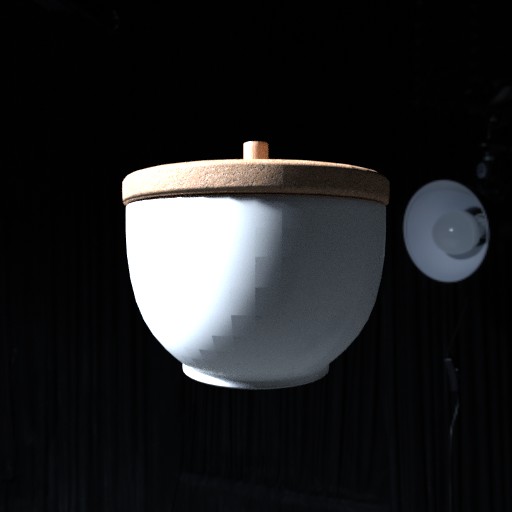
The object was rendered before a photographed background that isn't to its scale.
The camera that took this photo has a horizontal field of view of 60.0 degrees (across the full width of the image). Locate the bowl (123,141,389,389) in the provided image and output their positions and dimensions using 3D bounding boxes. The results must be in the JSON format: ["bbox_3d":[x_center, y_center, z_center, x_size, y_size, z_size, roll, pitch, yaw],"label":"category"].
[{"bbox_3d":[0.000,0.000,0.220,0.126,0.110,0.126,0,1,0],"label":"bowl"}]
